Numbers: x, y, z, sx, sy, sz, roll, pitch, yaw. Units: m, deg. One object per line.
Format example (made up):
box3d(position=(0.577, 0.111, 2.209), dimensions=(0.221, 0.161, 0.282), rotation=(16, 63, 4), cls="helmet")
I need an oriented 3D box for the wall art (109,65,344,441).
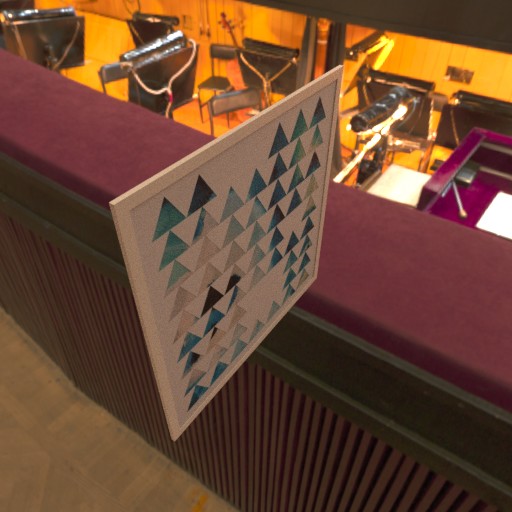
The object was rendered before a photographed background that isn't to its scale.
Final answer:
box3d(position=(0.000, 0.000, 1.233), dimensions=(0.012, 0.809, 0.809), rotation=(25, 47, 26), cls="wall art")
